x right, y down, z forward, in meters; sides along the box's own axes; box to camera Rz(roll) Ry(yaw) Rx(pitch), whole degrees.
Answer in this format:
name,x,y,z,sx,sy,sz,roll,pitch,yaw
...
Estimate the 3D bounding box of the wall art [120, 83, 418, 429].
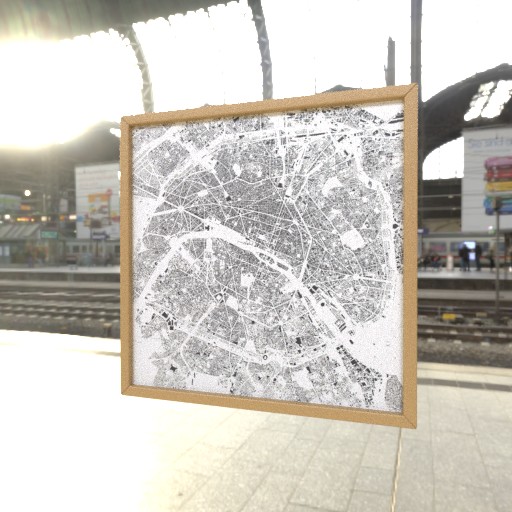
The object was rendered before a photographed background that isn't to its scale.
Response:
name,x,y,z,sx,sy,sz,roll,pitch,yaw
wall art,0.000,0.000,0.745,0.509,0.509,0.036,0,0,18
